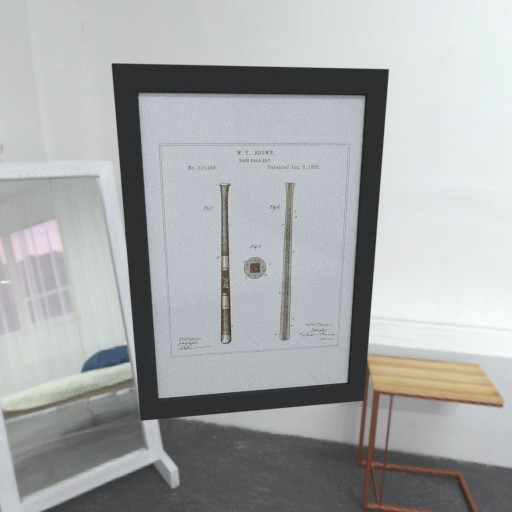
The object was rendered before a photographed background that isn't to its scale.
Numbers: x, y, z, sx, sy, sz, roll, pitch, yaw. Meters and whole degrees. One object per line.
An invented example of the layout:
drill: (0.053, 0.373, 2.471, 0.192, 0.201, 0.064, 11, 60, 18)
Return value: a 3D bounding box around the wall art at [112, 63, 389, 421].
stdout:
wall art: (0.000, 0.000, 0.668, 0.374, 0.529, 0.012, -2, 16, -8)
